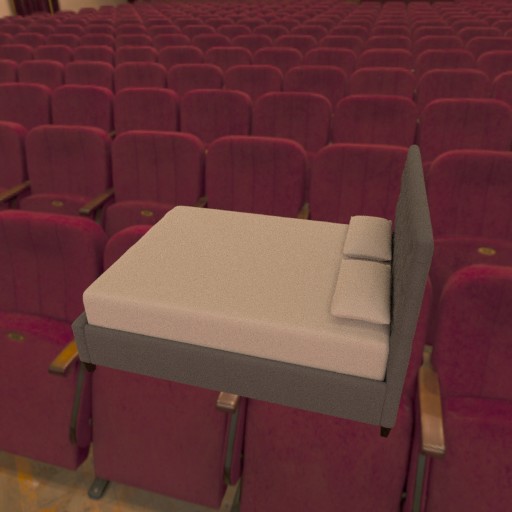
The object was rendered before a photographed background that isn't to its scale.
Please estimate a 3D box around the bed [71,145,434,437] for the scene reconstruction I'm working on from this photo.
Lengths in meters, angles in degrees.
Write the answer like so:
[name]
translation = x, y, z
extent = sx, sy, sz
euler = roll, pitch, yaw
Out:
[bed]
translation = 0.000, 0.000, 3.388
extent = 2.231, 1.427, 1.698
euler = 8, 31, 13
